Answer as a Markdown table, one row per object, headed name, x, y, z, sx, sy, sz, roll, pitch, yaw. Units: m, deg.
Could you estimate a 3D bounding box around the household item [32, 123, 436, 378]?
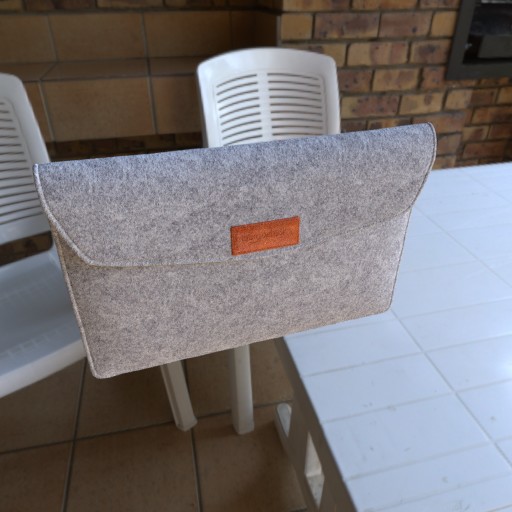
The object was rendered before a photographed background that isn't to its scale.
| name | x | y | z | sx | sy | sz | roll | pitch | yaw |
| --- | --- | --- | --- | --- | --- | --- | --- | --- | --- |
| household item | 0.000 | 0.000 | 0.418 | 0.335 | 0.221 | 0.057 | -10 | 34 | -16 |
